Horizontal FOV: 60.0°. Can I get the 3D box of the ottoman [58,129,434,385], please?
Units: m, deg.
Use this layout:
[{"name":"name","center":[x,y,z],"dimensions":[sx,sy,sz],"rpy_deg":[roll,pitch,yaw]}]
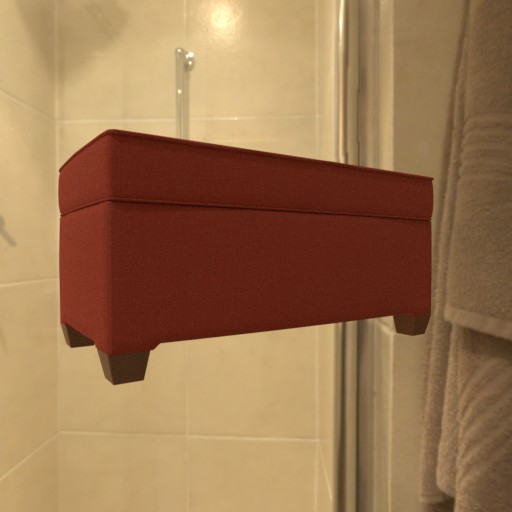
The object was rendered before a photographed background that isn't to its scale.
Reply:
[{"name":"ottoman","center":[0.000,0.000,1.208],"dimensions":[0.948,0.454,0.497],"rpy_deg":[0,1,-34]}]
